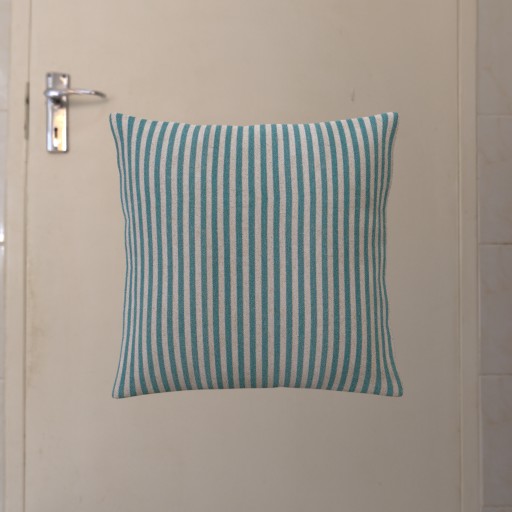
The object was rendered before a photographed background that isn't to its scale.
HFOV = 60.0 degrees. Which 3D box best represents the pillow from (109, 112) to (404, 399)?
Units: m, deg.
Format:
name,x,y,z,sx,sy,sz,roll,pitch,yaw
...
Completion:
name,x,y,z,sx,sy,sz,roll,pitch,yaw
pillow,0.000,0.000,0.791,0.523,0.510,0.166,0,-1,1
